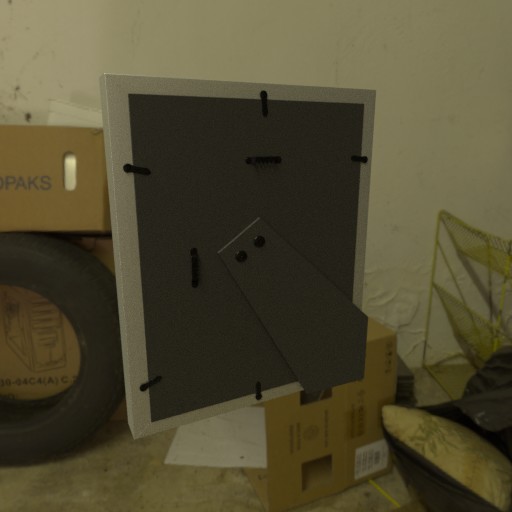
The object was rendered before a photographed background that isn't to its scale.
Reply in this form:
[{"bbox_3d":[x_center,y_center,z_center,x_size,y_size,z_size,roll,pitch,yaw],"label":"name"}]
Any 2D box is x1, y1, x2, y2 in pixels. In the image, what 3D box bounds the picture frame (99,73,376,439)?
[{"bbox_3d":[0.000,0.000,0.387,0.233,0.282,0.036,-7,17,-26],"label":"picture frame"}]
